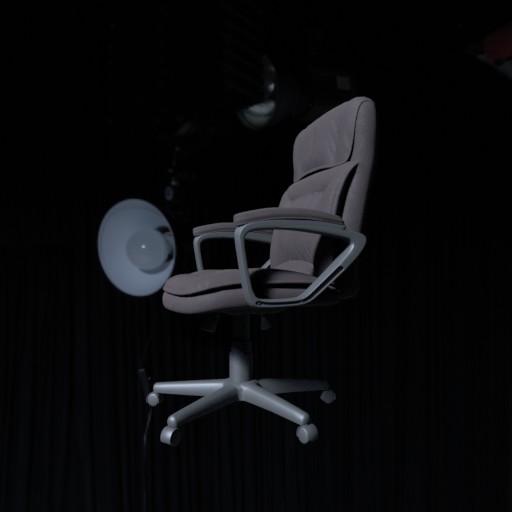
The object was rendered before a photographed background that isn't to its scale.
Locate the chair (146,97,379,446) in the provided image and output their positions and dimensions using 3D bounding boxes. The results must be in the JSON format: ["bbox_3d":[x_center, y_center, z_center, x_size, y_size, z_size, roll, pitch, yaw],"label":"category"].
[{"bbox_3d":[0.000,0.000,1.586,0.724,1.105,0.667,0,-1,-20],"label":"chair"}]
